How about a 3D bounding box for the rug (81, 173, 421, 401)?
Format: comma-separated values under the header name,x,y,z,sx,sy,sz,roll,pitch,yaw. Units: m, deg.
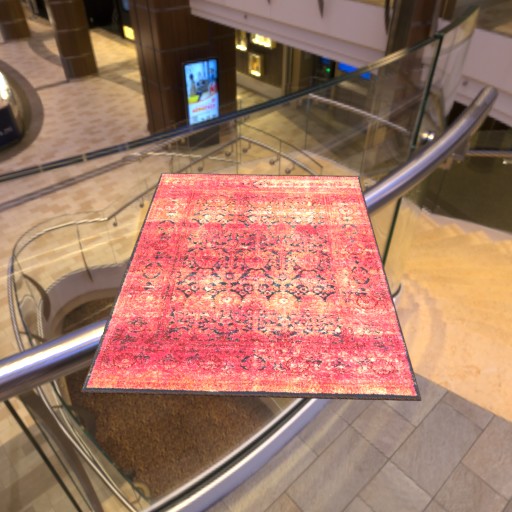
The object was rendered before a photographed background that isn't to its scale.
name,x,y,z,sx,sy,sz,roll,pitch,yaw
rug,0.000,0.000,4.269,2.411,0.020,3.032,1,41,1
